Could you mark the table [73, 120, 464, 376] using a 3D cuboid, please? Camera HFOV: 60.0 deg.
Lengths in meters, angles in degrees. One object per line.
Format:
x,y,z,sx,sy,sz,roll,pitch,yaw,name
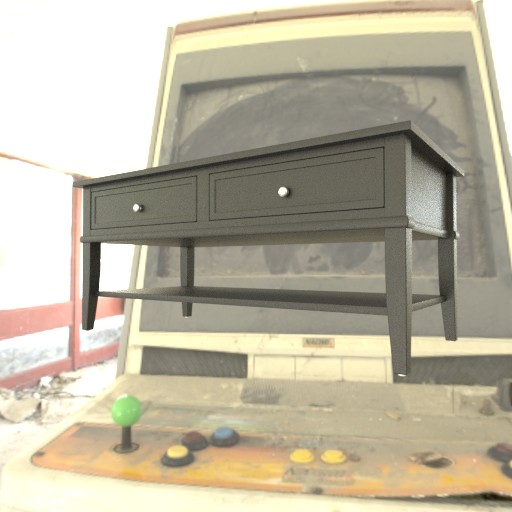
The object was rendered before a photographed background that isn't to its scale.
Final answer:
0.000,0.000,1.307,1.044,0.470,0.523,-1,-1,35,table
